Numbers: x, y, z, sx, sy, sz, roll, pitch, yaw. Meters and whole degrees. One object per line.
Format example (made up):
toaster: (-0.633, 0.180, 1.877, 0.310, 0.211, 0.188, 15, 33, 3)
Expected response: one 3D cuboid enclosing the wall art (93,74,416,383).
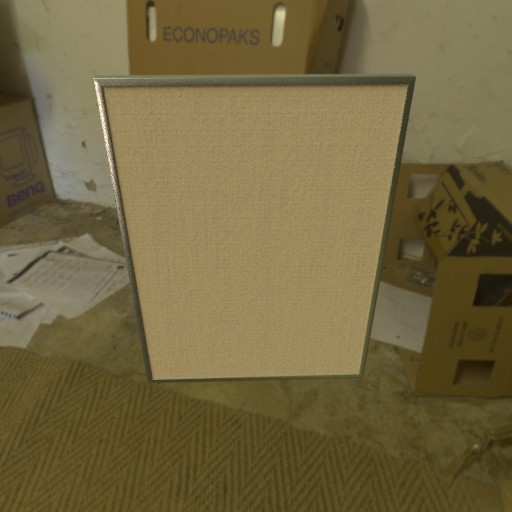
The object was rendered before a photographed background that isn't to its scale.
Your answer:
wall art: (0.000, 0.000, 1.393, 0.803, 1.062, 0.041, -1, 31, -2)
